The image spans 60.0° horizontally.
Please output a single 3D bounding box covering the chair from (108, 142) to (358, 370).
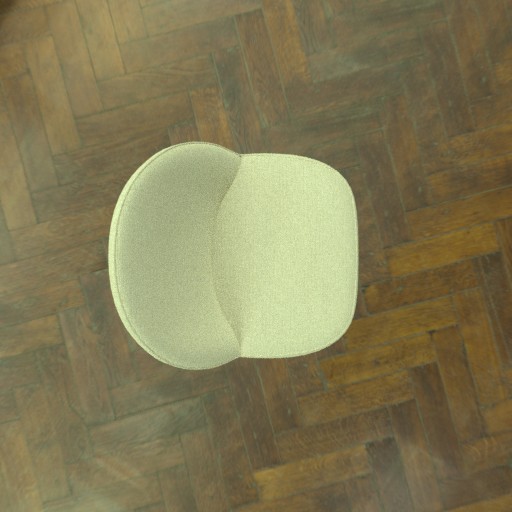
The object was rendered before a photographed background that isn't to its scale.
[{"bbox_3d":[0.000,0.000,1.182,0.540,0.838,0.532,0,90,-1],"label":"chair"}]
